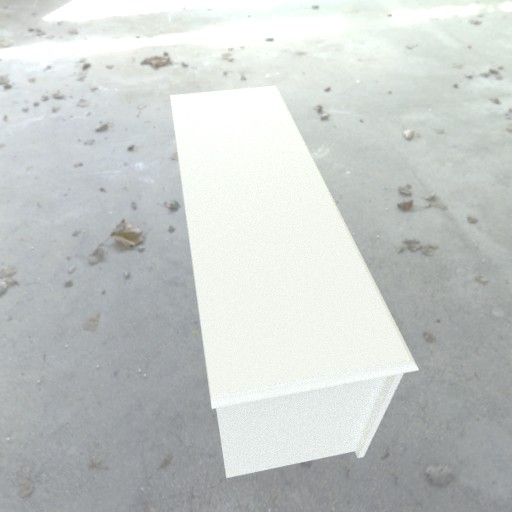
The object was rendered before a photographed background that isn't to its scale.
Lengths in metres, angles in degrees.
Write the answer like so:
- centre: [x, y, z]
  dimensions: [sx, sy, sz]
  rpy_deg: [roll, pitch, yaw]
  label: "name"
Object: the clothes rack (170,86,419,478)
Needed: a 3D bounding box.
- centre: [0.000, 0.000, 1.438]
  dimensions: [0.405, 0.558, 1.218]
  rpy_deg: [-8, 47, -8]
  label: "clothes rack"
